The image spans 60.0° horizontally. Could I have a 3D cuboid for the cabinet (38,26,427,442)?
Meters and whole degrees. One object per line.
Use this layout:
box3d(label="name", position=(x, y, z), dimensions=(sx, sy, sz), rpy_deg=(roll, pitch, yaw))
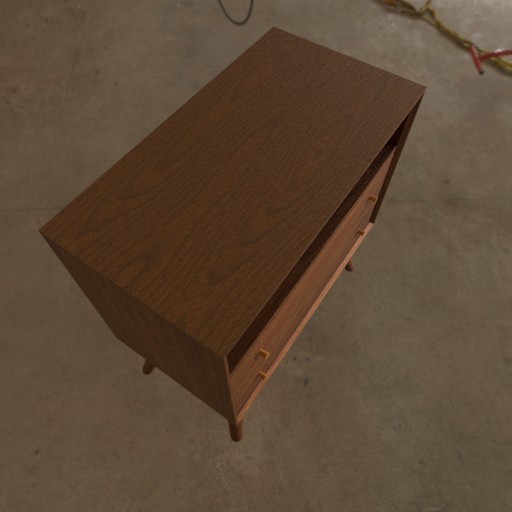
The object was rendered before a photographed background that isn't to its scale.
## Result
box3d(label="cabinet", position=(0.000, 0.000, 1.147), dimensions=(0.388, 0.748, 0.712), rpy_deg=(30, 63, 17))
